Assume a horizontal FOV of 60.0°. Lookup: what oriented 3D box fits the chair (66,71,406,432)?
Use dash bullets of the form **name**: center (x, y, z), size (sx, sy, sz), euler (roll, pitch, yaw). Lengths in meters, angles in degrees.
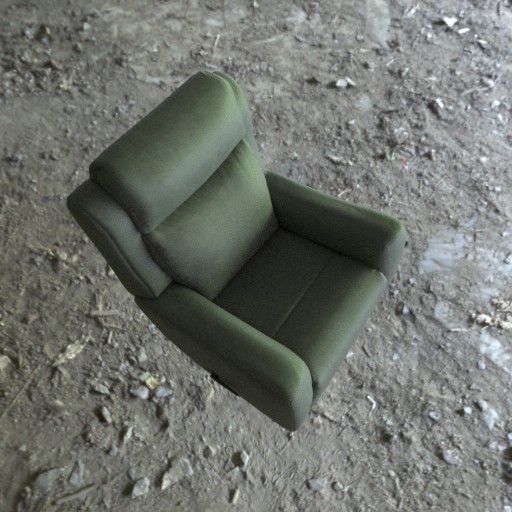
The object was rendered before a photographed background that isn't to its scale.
- **chair**: center (0.000, 0.000, 1.924), size (1.068, 1.116, 0.967), euler (31, 64, 17)
